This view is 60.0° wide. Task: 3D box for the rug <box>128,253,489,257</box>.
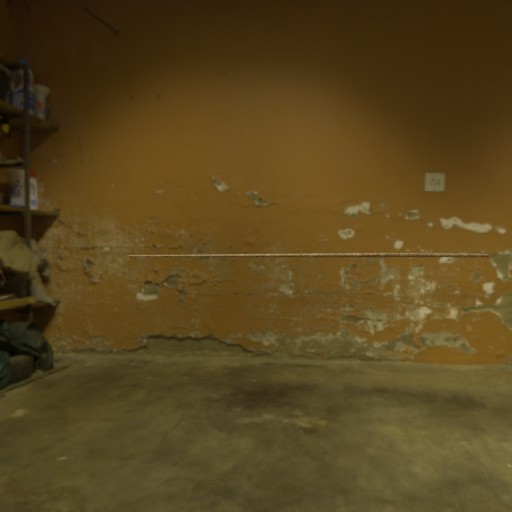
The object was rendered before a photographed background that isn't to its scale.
[{"bbox_3d":[0.000,0.000,2.525,0.691,0.013,2.289,0,0,-35],"label":"rug"}]
